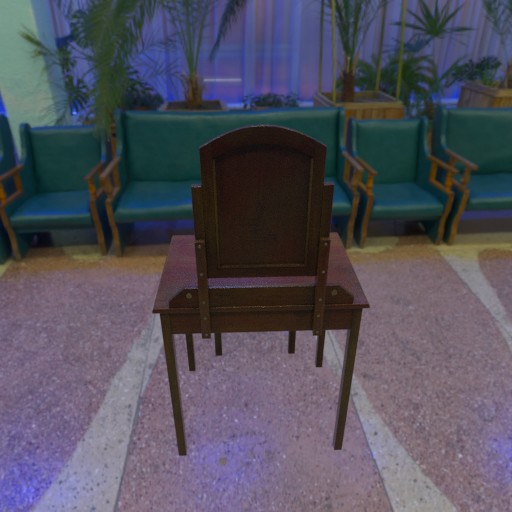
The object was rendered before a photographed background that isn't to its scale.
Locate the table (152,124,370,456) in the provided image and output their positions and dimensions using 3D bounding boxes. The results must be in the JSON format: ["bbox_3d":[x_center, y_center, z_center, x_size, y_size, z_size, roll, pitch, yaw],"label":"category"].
[{"bbox_3d":[0.000,0.000,2.326,0.876,1.631,1.211,-1,30,-2],"label":"table"}]
